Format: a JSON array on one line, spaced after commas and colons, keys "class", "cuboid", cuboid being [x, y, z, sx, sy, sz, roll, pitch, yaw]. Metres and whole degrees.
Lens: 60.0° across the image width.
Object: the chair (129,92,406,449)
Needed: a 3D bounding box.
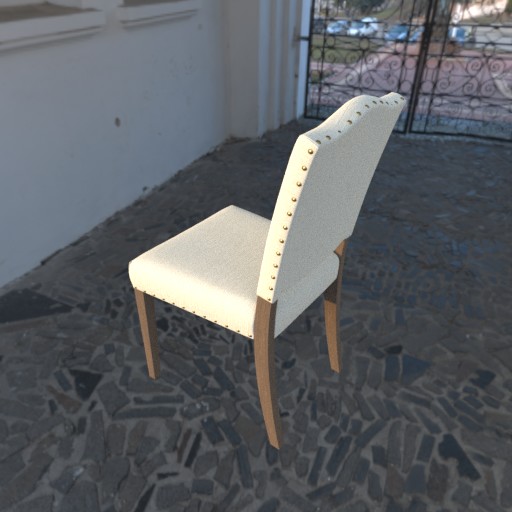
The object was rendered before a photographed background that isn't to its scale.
[{"class": "chair", "cuboid": [0.000, 0.000, 1.353, 0.619, 1.015, 0.508, 22, 39, 30]}]
